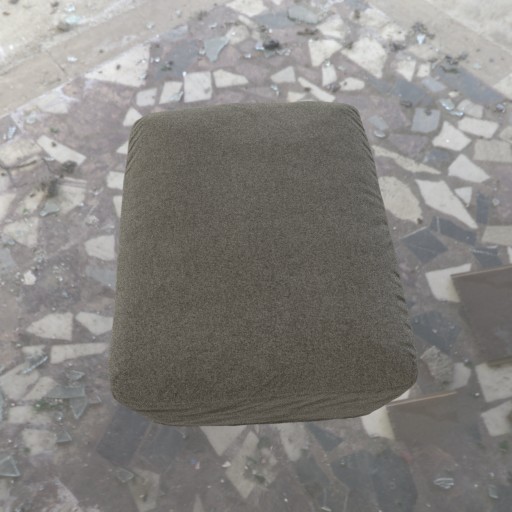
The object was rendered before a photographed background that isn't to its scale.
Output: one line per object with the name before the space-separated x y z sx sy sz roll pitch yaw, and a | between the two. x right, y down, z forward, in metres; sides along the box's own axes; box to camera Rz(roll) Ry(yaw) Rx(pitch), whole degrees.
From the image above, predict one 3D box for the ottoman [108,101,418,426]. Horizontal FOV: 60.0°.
ottoman | 0.000 0.000 1.226 0.683 0.481 0.837 -3 64 -2
